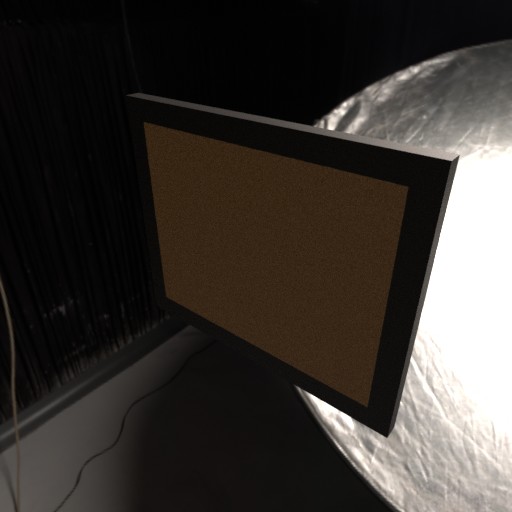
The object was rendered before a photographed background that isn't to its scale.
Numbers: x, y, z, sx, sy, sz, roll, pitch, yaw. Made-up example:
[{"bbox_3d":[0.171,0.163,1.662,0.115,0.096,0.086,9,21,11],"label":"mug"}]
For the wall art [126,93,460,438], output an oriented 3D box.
[{"bbox_3d":[0.000,0.000,0.752,0.561,0.460,0.028,22,37,32],"label":"wall art"}]
